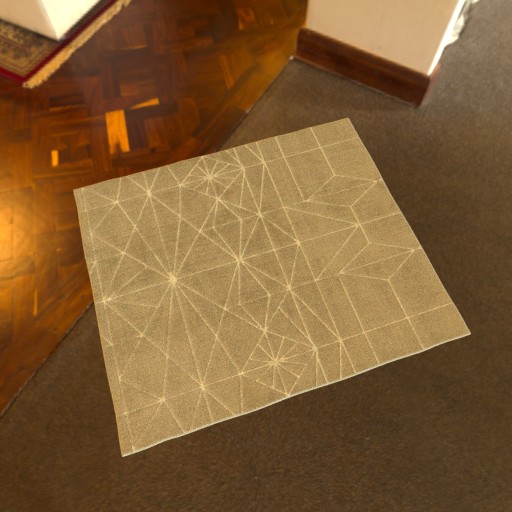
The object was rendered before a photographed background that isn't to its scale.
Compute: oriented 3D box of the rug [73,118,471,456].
[{"bbox_3d":[0.000,0.000,0.872,0.639,0.006,0.548,-17,65,-8],"label":"rug"}]
